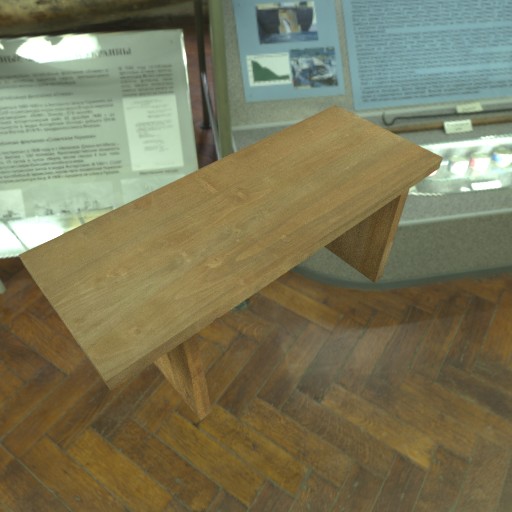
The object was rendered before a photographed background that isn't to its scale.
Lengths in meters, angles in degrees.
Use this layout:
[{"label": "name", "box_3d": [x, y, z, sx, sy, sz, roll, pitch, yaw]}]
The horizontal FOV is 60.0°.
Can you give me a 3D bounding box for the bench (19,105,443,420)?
[{"label": "bench", "box_3d": [0.000, 0.000, 1.427, 1.183, 0.458, 0.458, -32, 54, -27]}]
